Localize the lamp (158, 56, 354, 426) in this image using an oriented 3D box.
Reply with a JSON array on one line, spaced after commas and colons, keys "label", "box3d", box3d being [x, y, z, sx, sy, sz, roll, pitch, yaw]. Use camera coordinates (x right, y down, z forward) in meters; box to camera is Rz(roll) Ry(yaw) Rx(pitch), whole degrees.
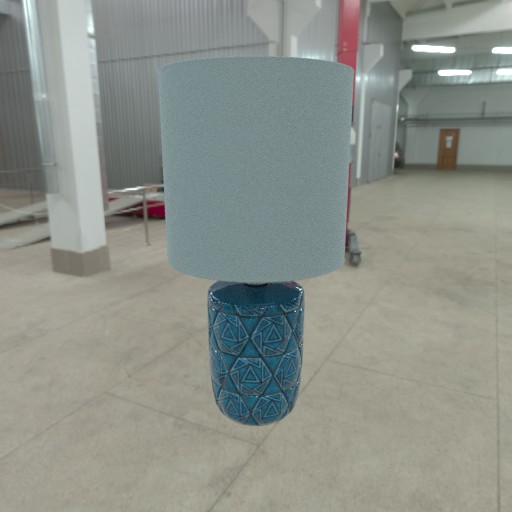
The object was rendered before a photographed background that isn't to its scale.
[{"label": "lamp", "box3d": [0.000, 0.000, 0.492, 0.193, 0.377, 0.193, -2, 15, -8]}]
